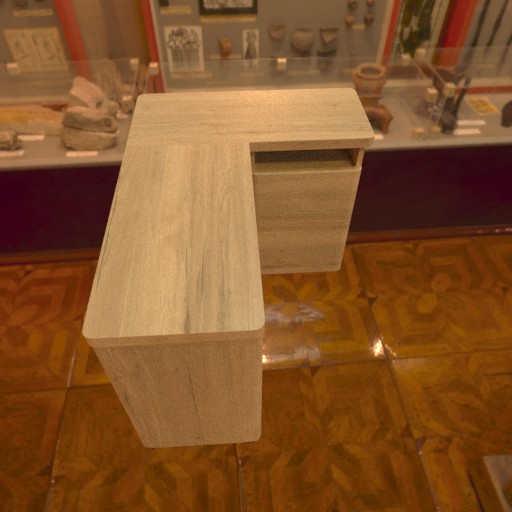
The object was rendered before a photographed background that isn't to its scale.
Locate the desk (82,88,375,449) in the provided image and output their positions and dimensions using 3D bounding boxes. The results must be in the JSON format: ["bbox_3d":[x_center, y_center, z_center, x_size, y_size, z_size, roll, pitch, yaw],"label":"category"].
[{"bbox_3d":[0.000,0.000,1.731,0.900,0.760,1.169,-3,48,-2],"label":"desk"}]
